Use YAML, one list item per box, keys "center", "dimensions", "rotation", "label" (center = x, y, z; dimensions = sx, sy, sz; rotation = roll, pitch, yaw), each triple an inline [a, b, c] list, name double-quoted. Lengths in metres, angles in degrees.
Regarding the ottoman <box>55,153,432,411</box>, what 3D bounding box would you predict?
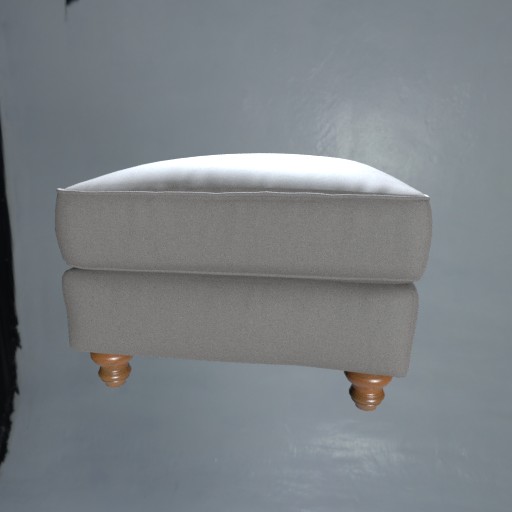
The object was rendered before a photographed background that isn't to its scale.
- center: [0.000, 0.000, 1.122]
  dimensions: [0.721, 0.505, 0.662]
  rotation: [2, 14, 9]
  label: "ottoman"
